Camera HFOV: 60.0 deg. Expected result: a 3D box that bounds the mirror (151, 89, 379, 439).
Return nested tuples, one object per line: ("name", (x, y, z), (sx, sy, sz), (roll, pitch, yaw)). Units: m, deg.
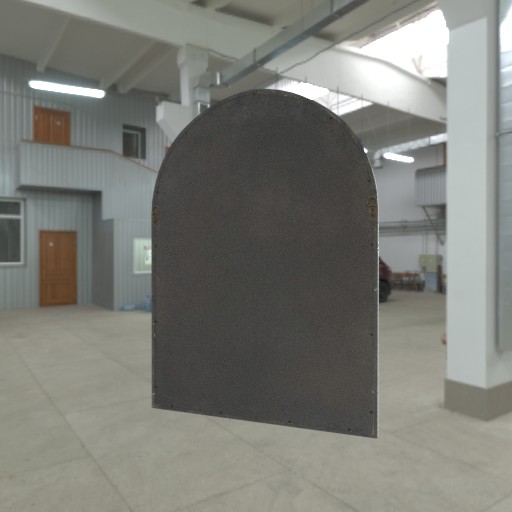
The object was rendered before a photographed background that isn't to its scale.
("mirror", (0.000, 0.000, 1.238), (0.660, 0.920, 0.032), (0, 0, 20))
